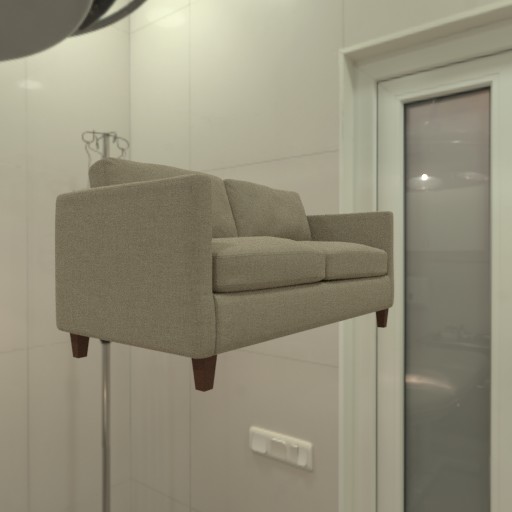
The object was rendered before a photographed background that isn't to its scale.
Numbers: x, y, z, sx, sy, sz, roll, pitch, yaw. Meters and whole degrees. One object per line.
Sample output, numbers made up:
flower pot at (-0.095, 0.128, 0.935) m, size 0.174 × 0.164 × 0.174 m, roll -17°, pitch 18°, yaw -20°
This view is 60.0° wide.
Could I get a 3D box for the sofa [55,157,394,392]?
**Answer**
sofa at (0.000, 0.000, 2.501) m, size 0.951 × 0.947 × 1.884 m, roll 0°, pitch 1°, yaw 38°
